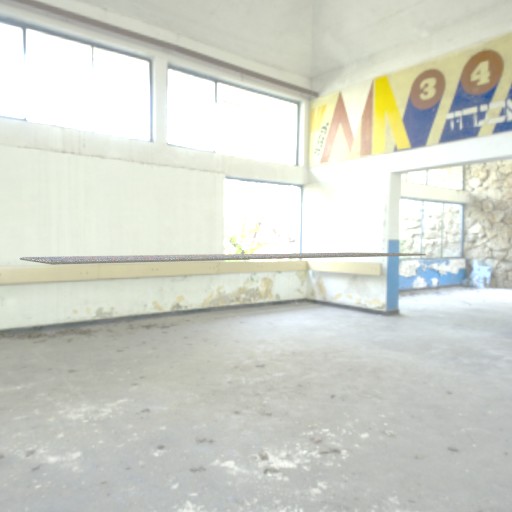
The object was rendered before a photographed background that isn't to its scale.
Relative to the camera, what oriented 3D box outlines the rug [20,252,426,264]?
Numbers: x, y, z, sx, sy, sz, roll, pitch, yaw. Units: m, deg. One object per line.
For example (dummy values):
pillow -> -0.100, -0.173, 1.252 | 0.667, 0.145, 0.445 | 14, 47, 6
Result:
rug -> 0.000, 0.000, 2.005 | 1.827, 0.012, 0.553 | -1, 2, -37
